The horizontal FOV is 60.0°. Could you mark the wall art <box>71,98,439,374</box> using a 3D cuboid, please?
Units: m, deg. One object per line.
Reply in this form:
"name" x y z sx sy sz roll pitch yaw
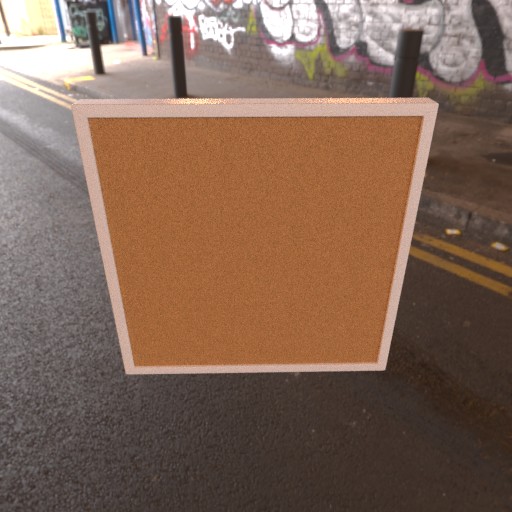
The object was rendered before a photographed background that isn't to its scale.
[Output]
"wall art" 0.000 0.000 0.755 0.508 0.508 0.038 -1 30 -1
